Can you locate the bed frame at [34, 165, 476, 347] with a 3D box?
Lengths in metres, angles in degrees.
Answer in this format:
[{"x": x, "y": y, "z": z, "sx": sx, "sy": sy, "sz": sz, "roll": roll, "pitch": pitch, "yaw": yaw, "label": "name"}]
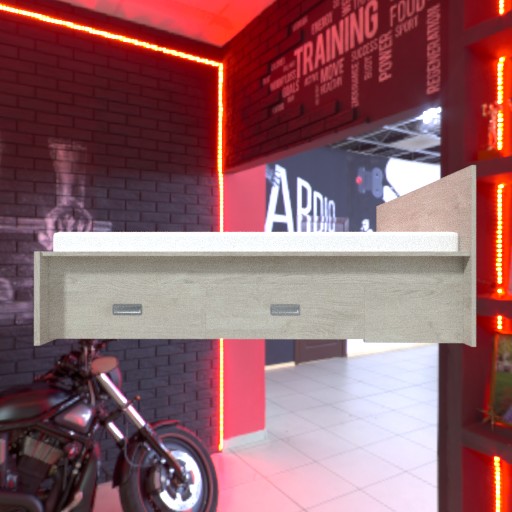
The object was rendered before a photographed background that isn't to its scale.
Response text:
[{"x": 0.000, "y": 0.000, "z": 2.776, "sx": 1.960, "sy": 0.800, "sz": 1.622, "roll": 0, "pitch": 0, "yaw": 1, "label": "bed frame"}]
